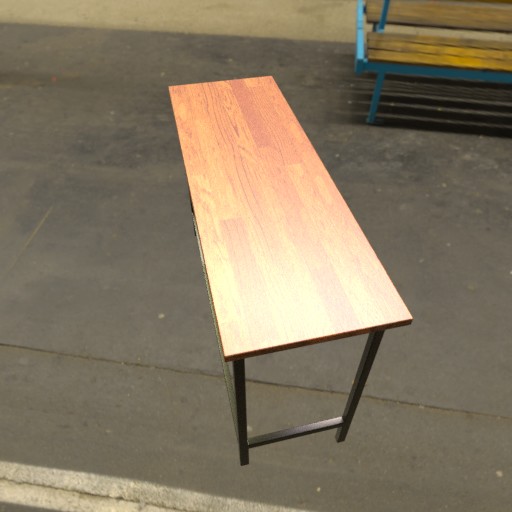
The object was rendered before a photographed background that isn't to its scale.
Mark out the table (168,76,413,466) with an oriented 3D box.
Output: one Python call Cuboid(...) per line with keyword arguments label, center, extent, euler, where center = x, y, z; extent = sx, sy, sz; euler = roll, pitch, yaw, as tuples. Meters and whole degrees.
Cuboid(label="table", center=(0.000, 0.000, 1.579), extent=(0.408, 0.740, 1.204), euler=(-9, 47, -9))
